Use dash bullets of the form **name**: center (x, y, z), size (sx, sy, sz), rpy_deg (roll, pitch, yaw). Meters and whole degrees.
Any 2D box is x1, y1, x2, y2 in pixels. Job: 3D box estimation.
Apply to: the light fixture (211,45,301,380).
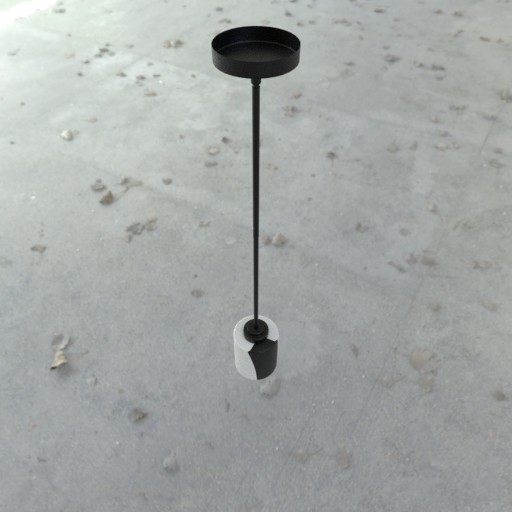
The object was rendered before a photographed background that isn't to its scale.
- **light fixture**: center (0.000, 0.000, 0.927), size (0.123, 0.863, 0.123), rpy_deg (24, 52, 21)
